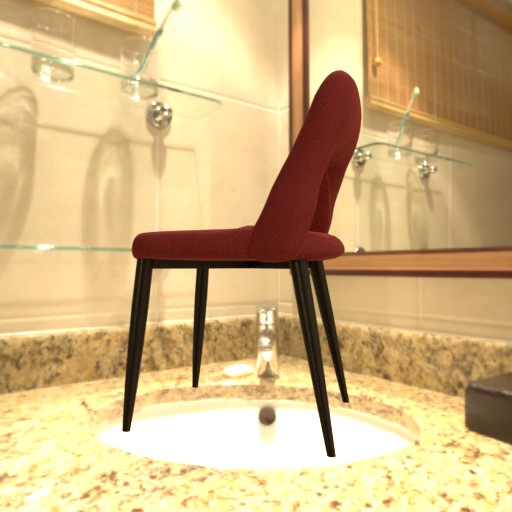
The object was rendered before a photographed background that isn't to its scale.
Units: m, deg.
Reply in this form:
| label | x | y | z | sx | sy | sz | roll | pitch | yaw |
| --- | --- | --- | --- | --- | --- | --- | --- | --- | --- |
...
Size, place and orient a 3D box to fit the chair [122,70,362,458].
| label | x | y | z | sx | sy | sz | roll | pitch | yaw |
| --- | --- | --- | --- | --- | --- | --- | --- | --- | --- |
| chair | 0.000 | 0.000 | 1.231 | 0.569 | 0.892 | 0.483 | 0 | -1 | 16 |
